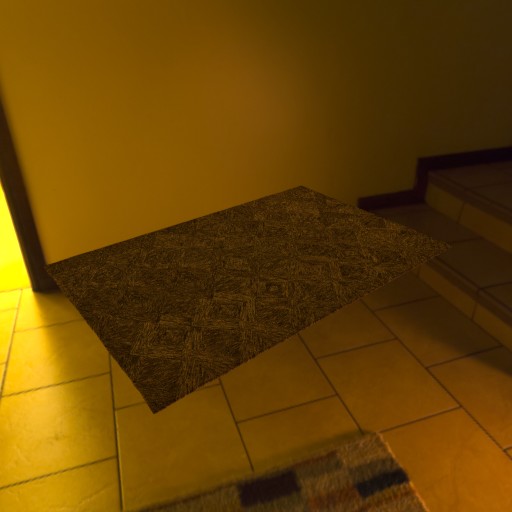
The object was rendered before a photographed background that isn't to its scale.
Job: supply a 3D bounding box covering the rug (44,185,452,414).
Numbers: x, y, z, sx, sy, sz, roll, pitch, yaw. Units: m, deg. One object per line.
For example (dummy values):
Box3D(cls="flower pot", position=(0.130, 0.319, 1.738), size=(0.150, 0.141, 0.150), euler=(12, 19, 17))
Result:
Box3D(cls="rug", position=(0.000, 0.000, 2.321), size=(1.808, 0.011, 1.189), euler=(-22, 36, -33))
